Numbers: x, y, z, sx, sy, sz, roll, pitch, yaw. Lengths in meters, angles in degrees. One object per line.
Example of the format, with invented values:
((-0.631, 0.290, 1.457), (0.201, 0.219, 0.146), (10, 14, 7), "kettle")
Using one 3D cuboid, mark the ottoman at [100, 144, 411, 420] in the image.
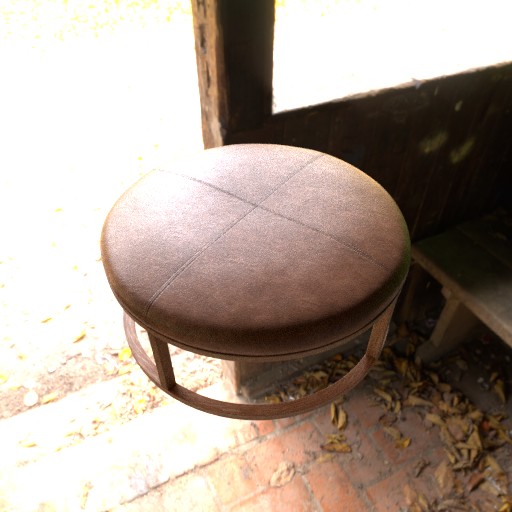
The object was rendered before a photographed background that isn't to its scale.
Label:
((0.000, 0.000, 1.563), (1.006, 0.445, 1.006), (0, 42, 0), "ottoman")
